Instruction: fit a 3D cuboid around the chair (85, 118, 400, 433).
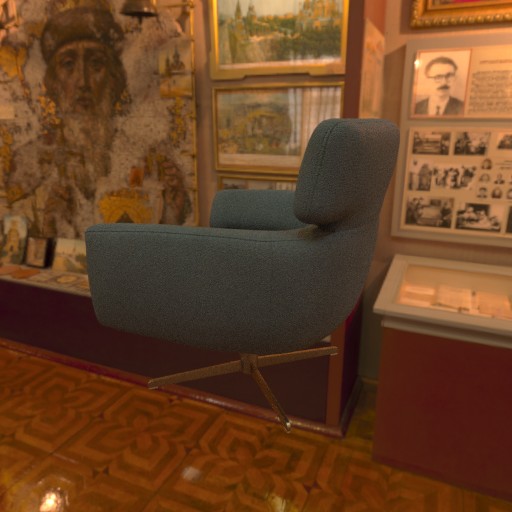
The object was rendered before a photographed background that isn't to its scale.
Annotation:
[{"bbox_3d":[0.000,0.000,1.371,0.761,0.813,0.738,8,19,24],"label":"chair"}]
